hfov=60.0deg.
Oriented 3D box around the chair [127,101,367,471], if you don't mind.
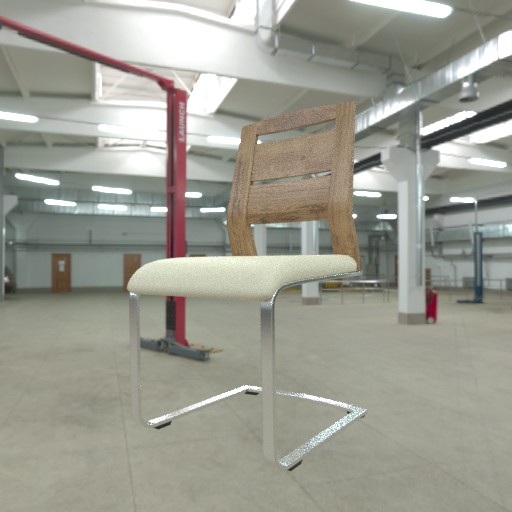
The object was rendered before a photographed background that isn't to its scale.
[{"bbox_3d":[0.000,0.000,1.254,0.457,0.955,0.561,-1,-1,36],"label":"chair"}]
